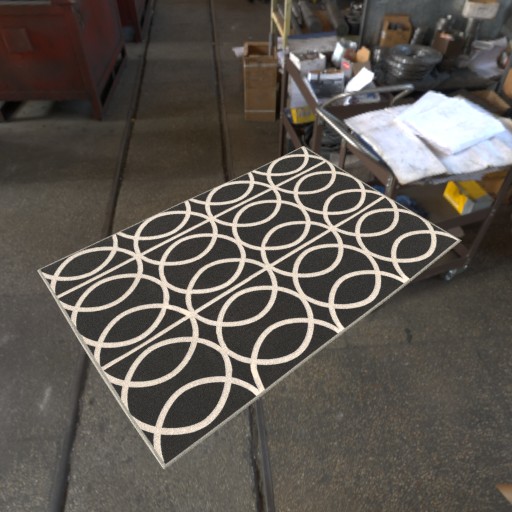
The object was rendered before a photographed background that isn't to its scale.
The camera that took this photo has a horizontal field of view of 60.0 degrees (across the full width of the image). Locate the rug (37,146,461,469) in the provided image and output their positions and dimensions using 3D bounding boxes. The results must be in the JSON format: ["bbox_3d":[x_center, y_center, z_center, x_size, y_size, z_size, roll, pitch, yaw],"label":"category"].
[{"bbox_3d":[0.000,0.000,2.844,2.294,0.014,1.528,-30,53,-26],"label":"rug"}]
